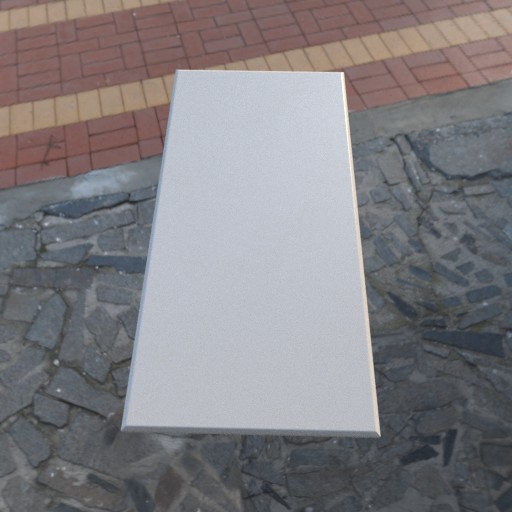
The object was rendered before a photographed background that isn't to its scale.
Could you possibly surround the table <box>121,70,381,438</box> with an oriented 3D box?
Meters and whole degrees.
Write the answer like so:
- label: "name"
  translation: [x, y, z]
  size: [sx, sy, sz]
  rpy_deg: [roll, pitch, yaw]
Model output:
- label: "table"
  translation: [0.000, 0.000, 1.414]
  size: [0.551, 0.506, 1.109]
  rpy_deg: [1, 62, 1]
